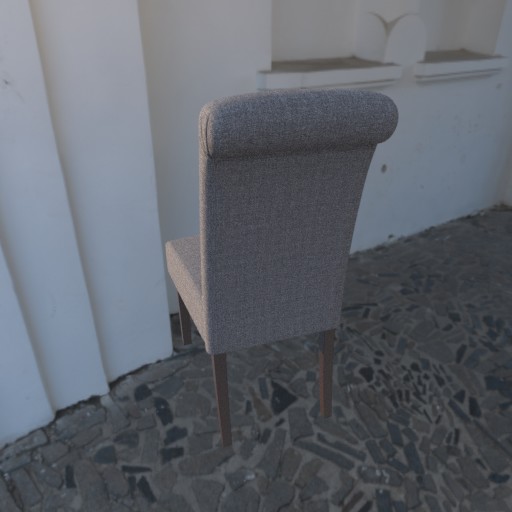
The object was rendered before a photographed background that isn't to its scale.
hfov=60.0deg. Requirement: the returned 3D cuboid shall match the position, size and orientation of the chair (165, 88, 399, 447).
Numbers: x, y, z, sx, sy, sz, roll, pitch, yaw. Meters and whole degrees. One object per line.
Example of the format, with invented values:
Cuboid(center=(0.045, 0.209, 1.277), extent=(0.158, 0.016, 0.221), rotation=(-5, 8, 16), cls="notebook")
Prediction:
Cuboid(center=(0.000, 0.000, 1.336), extent=(0.456, 1.006, 0.671), rotation=(-9, 29, -17), cls="chair")
